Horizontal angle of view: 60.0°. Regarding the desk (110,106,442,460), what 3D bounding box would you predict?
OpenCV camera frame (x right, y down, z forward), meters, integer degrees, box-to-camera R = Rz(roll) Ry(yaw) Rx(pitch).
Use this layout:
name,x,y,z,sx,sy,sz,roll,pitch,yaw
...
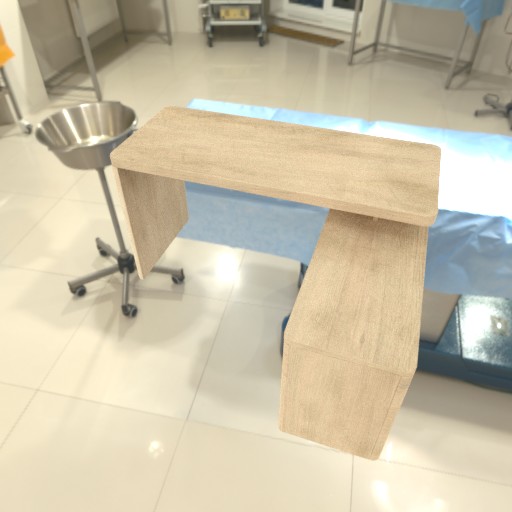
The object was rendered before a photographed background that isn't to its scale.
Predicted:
name,x,y,z,sx,sy,sz,roll,pitch,yaw
desk,0.000,0.000,2.039,1.400,0.770,1.175,13,43,14
